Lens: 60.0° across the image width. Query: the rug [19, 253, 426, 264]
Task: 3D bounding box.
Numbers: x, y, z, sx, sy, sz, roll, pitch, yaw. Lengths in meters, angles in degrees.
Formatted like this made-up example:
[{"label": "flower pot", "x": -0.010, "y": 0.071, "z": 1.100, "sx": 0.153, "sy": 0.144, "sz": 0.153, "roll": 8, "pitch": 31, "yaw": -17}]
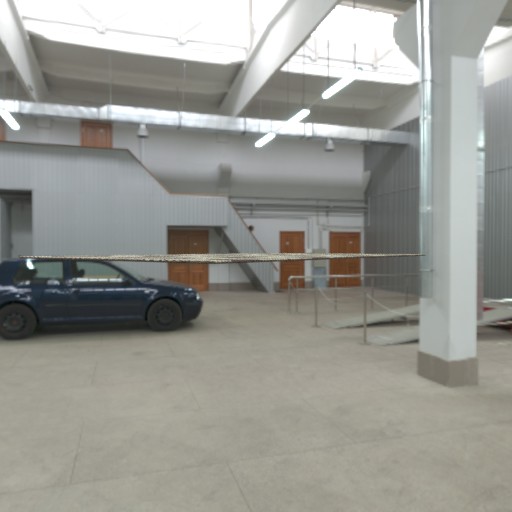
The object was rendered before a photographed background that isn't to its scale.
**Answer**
[{"label": "rug", "x": 0.000, "y": 0.000, "z": 3.011, "sx": 1.517, "sy": 0.011, "sz": 2.435, "roll": 1, "pitch": 1, "yaw": 38}]
